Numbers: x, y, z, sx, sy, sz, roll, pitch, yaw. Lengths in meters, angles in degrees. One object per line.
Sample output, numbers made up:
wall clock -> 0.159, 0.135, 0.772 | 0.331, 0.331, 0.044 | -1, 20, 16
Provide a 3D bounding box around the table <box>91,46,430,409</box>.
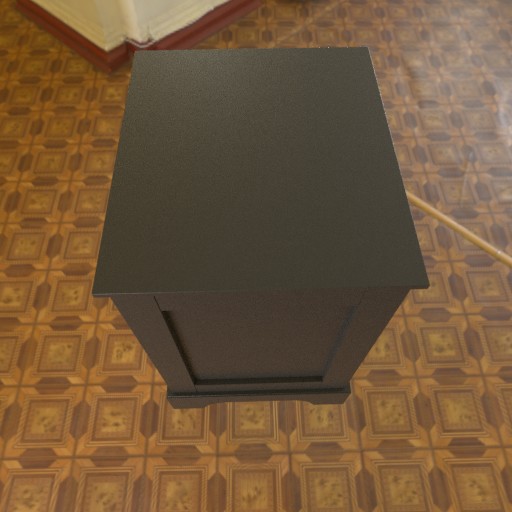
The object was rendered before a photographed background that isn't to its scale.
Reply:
table -> 0.000, 0.000, 0.898 | 0.399, 0.610, 0.460 | -1, 59, -1
